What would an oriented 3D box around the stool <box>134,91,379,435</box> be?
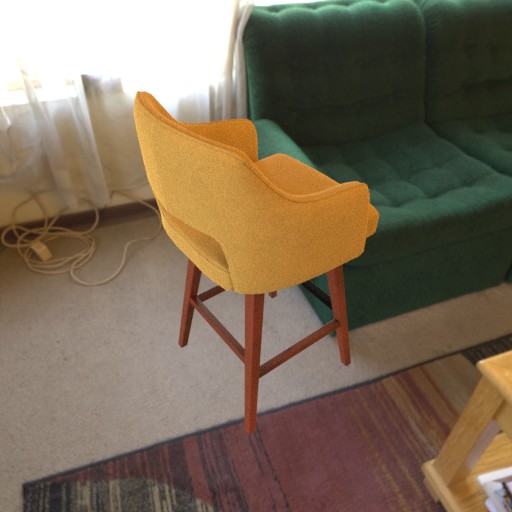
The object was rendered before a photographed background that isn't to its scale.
[{"bbox_3d":[0.000,0.000,1.370,0.558,1.012,0.548,-26,46,-27],"label":"stool"}]
